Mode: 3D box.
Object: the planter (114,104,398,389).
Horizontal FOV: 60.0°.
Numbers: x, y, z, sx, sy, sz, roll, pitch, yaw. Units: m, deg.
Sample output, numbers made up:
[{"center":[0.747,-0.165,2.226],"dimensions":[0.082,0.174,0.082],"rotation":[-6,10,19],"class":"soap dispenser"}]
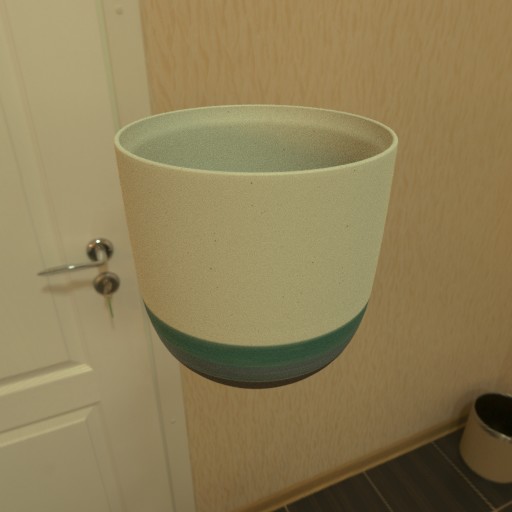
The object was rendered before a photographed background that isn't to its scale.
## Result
[{"center":[0.000,0.000,0.381],"dimensions":[0.204,0.214,0.204],"rotation":[0,29,0],"class":"planter"}]
